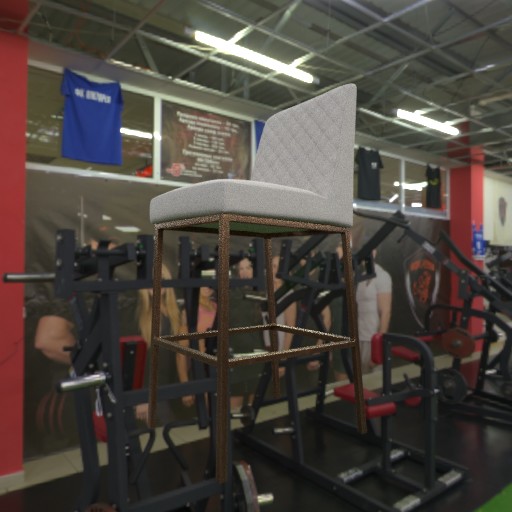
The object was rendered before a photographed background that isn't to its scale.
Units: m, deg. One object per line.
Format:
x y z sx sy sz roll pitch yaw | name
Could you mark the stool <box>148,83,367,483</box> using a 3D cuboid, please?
0.000 0.000 1.389 0.546 1.084 0.462 0 -1 -36 | stool
